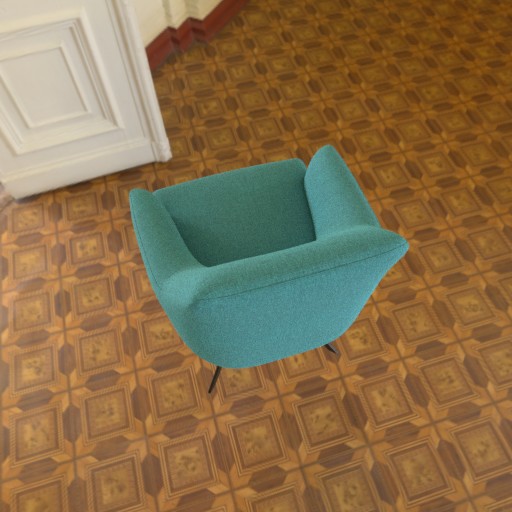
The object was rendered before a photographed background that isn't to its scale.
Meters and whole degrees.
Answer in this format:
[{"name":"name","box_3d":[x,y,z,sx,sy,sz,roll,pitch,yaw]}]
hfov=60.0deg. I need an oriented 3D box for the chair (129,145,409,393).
[{"name":"chair","box_3d":[0.000,0.000,1.341,0.642,0.874,0.677,-15,59,-9]}]
